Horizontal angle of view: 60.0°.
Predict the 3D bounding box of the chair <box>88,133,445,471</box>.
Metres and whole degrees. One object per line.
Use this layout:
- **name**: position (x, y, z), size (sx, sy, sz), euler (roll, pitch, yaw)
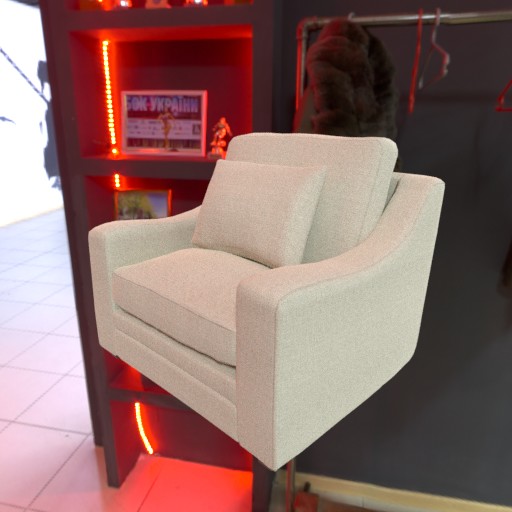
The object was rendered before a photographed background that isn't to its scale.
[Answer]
- **chair**: position (0.000, 0.000, 1.931), size (1.178, 1.016, 1.009), euler (17, 24, 42)
